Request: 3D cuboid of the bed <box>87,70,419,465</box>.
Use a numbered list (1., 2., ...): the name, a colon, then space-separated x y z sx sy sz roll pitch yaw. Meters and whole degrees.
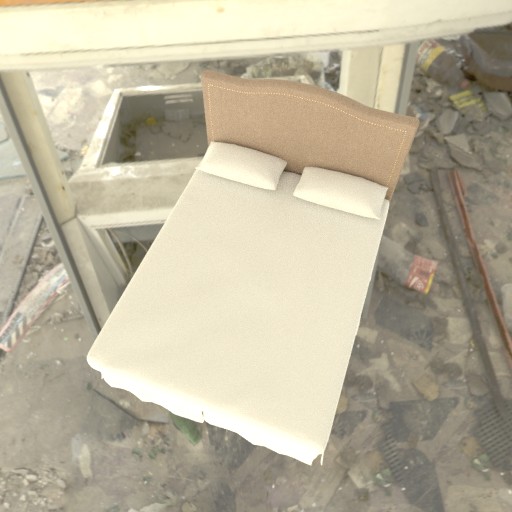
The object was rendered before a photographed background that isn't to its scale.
1. bed: 0.000 0.000 3.320 1.821 1.436 2.282 17 59 11
